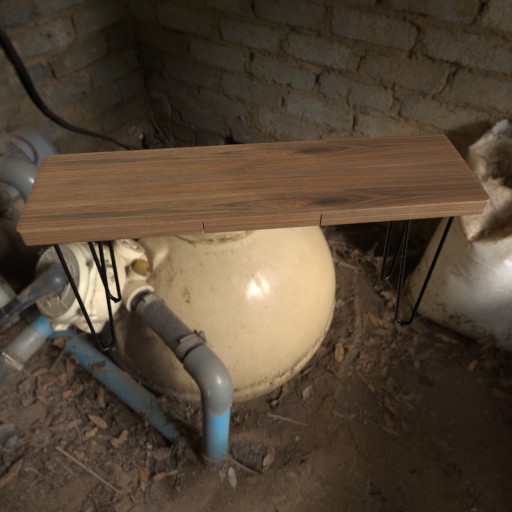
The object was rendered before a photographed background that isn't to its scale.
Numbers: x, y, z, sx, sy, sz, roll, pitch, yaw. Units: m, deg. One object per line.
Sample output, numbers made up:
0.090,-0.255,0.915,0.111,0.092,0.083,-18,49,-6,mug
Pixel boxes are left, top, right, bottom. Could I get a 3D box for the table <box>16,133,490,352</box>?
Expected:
0.000,0.000,1.891,1.570,0.834,0.425,-4,47,-4,table
